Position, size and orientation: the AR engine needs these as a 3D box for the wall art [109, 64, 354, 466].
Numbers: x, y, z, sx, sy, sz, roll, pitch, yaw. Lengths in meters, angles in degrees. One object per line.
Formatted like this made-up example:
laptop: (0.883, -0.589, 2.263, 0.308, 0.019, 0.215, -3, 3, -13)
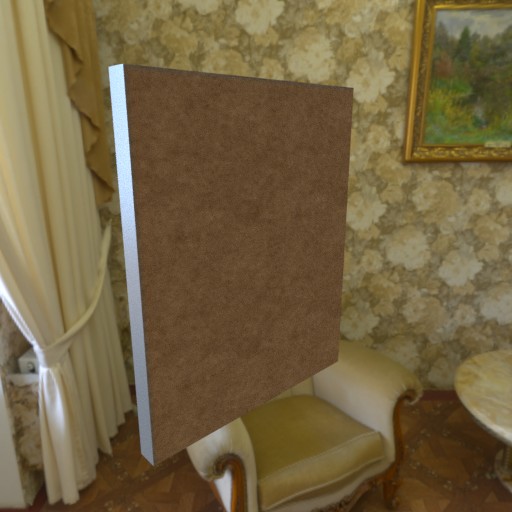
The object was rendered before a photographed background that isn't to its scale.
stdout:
wall art: (0.000, 0.000, 0.745, 0.453, 0.554, 0.037, -15, 21, -41)
